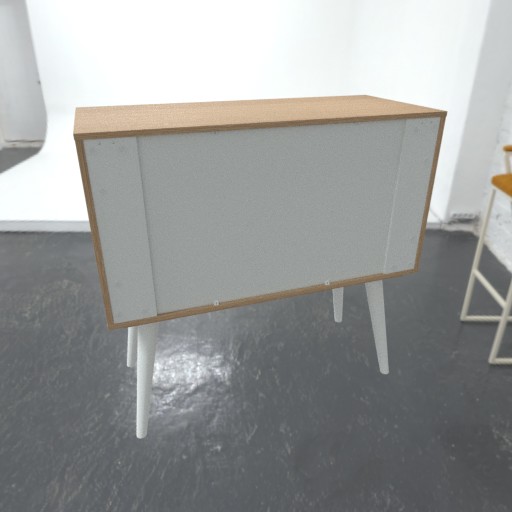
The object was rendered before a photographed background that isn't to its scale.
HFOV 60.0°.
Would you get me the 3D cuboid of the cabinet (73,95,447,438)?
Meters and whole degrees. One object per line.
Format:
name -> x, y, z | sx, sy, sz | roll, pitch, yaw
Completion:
cabinet -> 0.000, 0.000, 1.599 | 1.057, 1.016, 0.470 | -9, 27, -17
